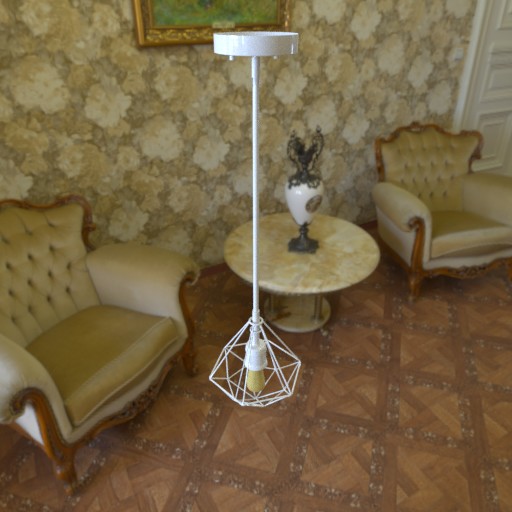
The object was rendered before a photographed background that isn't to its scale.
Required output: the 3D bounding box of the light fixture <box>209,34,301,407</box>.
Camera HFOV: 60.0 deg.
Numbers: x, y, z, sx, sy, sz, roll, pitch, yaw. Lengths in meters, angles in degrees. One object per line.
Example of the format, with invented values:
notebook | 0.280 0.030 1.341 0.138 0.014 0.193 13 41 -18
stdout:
light fixture | 0.000 0.000 1.965 0.431 1.764 0.487 8 30 13
